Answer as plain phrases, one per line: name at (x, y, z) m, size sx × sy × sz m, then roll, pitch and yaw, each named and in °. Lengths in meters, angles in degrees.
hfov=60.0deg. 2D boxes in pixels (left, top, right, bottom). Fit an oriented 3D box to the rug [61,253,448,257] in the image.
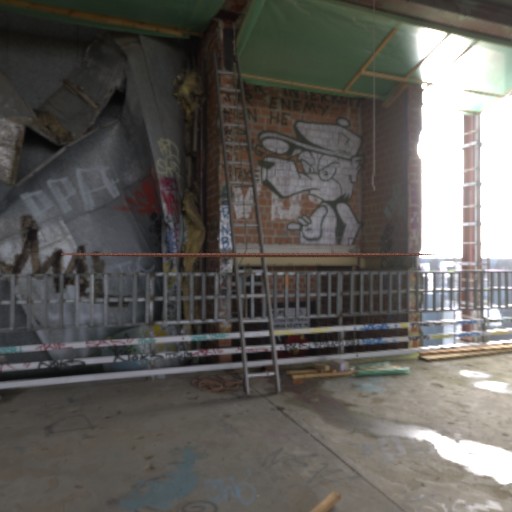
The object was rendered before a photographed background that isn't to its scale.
rug at (0.000, 0.000, 2.953) m, size 1.523 × 0.008 × 2.438 m, roll 0°, pitch 0°, yaw 0°
